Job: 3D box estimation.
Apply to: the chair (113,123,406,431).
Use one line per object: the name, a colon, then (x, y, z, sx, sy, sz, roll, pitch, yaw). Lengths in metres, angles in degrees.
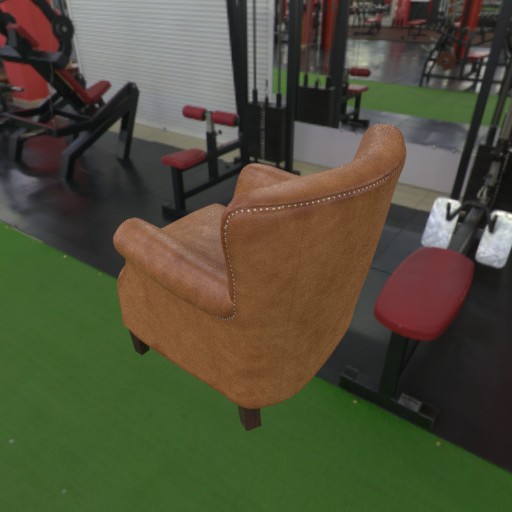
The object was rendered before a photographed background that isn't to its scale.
chair: (0.000, 0.000, 1.667, 0.921, 0.936, 0.861, 22, 38, 31)
